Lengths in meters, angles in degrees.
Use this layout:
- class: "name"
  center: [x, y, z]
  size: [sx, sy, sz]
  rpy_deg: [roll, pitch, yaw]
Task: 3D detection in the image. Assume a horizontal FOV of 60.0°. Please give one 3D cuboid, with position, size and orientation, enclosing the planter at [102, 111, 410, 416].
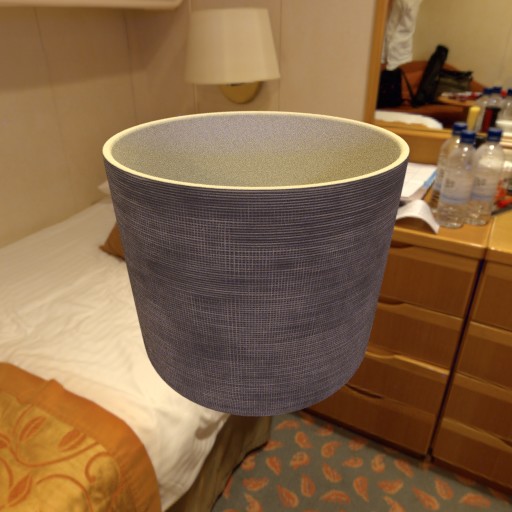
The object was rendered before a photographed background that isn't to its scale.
- class: "planter"
  center: [0.000, 0.000, 0.756]
  size: [0.440, 0.398, 0.440]
  rpy_deg: [0, 28, 0]
